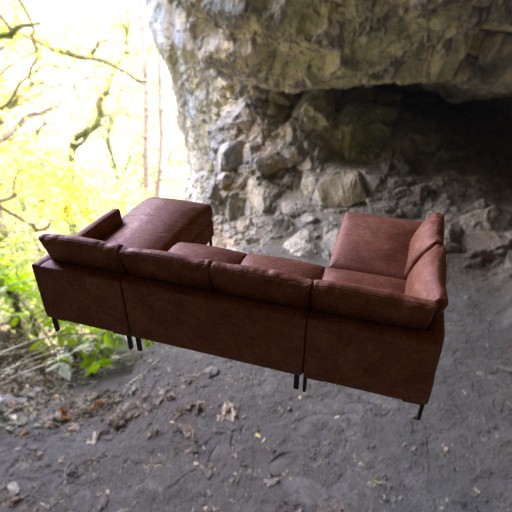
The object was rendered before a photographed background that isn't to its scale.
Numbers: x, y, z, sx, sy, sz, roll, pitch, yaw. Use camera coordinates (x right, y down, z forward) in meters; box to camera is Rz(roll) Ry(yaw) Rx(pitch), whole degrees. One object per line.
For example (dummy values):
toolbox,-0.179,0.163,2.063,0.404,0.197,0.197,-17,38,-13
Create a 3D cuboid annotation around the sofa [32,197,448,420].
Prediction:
sofa,0.000,0.000,3.824,2.956,0.900,1.939,9,32,15
